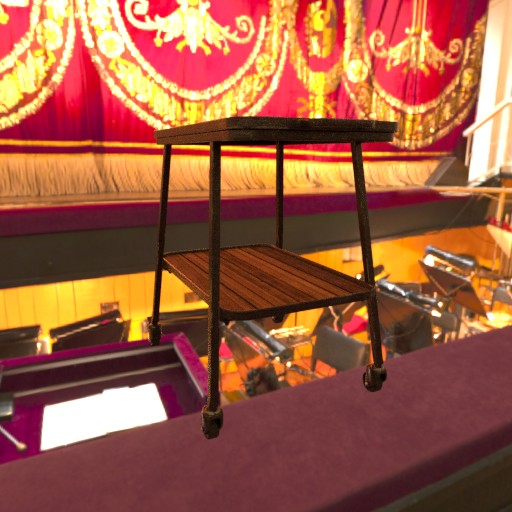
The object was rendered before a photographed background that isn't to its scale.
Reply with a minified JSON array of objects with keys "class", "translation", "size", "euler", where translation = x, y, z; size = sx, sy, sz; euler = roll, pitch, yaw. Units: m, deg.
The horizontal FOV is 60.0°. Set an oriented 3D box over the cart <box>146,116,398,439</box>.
[{"class":"cart","translation":[0.000,0.000,1.256],"size":[0.515,0.700,0.806],"euler":[-6,15,-25]}]
